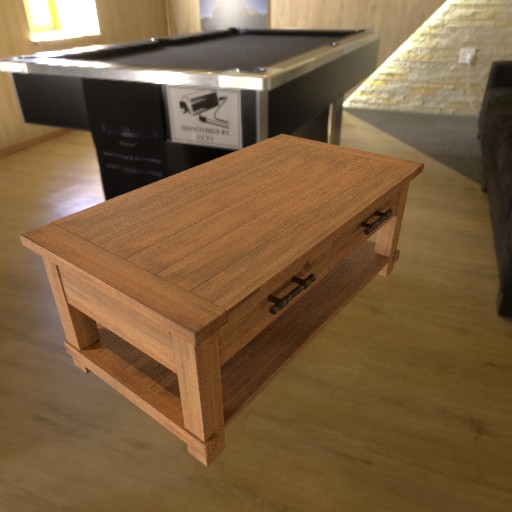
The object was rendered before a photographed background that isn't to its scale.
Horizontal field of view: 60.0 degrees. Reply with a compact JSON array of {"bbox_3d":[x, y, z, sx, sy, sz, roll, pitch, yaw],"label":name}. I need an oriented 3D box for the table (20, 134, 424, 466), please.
[{"bbox_3d":[0.000,0.000,1.604,0.693,0.494,1.270,22,37,32],"label":"table"}]
